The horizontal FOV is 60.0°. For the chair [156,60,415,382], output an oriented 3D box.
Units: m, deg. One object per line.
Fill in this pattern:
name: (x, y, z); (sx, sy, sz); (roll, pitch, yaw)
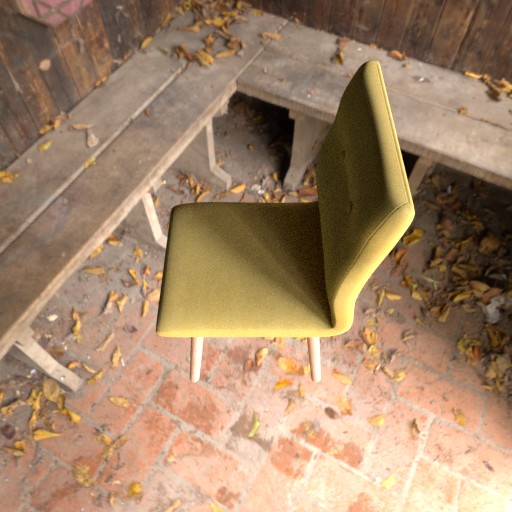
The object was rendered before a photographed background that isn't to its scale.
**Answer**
chair: (0.000, 0.000, 1.280); (0.550, 0.965, 0.450); (0, 58, 0)
